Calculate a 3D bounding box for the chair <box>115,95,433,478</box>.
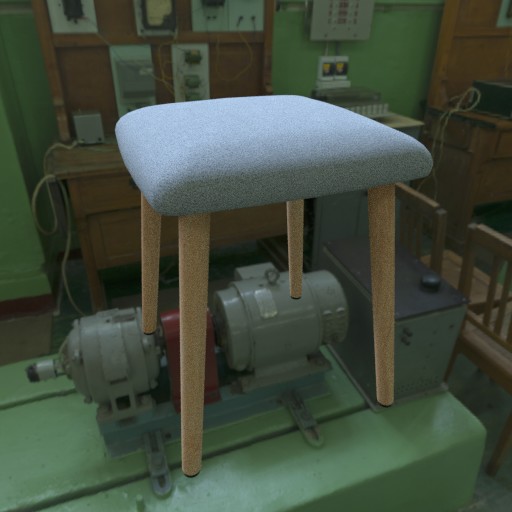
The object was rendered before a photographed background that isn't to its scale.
[{"bbox_3d":[0.000,0.000,0.686,0.350,0.440,0.350,-11,32,-19],"label":"chair"}]
